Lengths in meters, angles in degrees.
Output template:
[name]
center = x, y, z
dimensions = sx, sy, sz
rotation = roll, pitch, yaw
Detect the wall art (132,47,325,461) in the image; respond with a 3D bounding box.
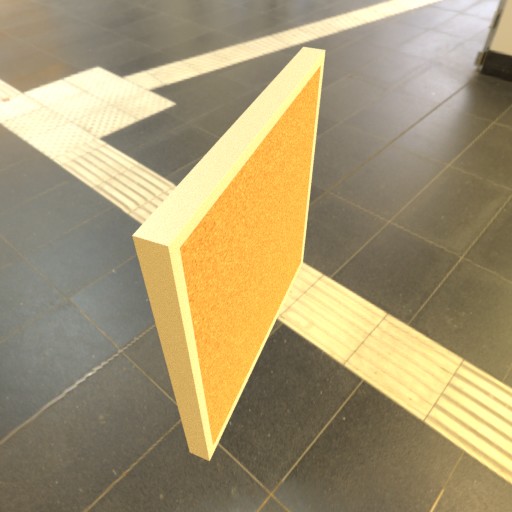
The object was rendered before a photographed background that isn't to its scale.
[wall art]
center = 0.000, 0.000, 0.747
dimensions = 0.038, 0.505, 0.506
rotation = 16, 47, 16
